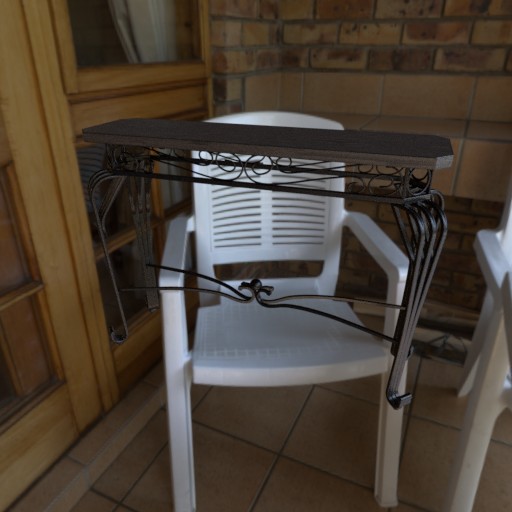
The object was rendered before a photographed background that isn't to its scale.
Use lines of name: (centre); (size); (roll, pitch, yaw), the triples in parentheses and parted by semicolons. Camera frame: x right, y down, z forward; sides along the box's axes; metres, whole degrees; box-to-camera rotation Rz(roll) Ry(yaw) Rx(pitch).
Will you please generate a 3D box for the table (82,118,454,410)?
table: (0.000, 0.000, 1.480); (1.112, 0.800, 0.329); (9, 27, 17)
